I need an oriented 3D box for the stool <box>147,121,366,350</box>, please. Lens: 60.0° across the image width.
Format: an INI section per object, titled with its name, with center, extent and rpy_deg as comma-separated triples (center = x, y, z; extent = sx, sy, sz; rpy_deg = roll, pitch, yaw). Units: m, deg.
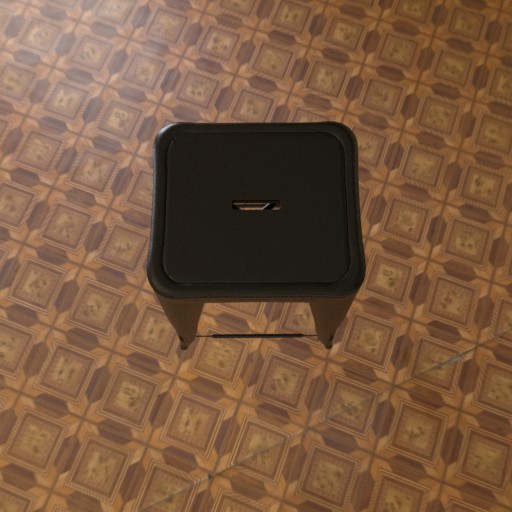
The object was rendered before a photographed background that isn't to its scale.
[stool]
center = 0.000, 0.000, 0.898
extent = 0.455, 0.609, 0.423
rpy_deg = -11, 77, -3
